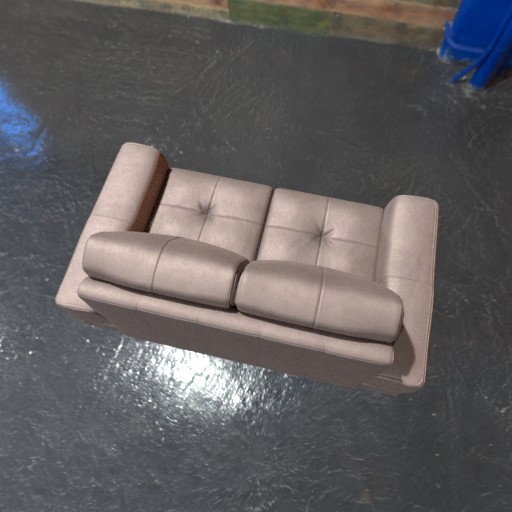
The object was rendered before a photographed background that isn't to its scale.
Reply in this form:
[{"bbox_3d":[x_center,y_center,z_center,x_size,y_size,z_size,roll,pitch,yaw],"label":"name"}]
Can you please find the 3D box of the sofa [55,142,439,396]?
[{"bbox_3d":[0.000,0.000,2.308,1.806,0.907,1.018,12,65,6],"label":"sofa"}]
